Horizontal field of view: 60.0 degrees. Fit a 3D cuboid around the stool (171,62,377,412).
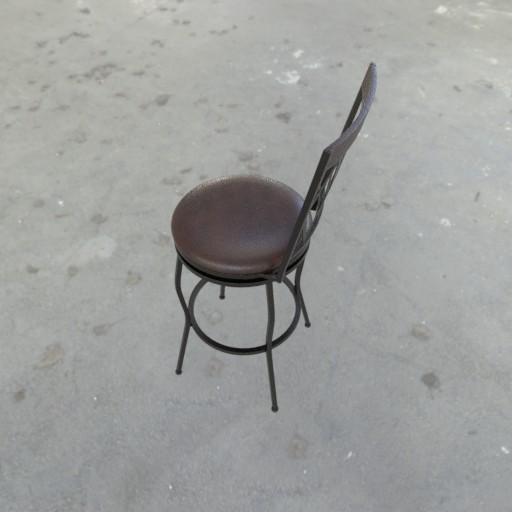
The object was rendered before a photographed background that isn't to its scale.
[{"bbox_3d":[0.000,0.000,1.409,0.521,1.134,0.432,16,48,15],"label":"stool"}]
